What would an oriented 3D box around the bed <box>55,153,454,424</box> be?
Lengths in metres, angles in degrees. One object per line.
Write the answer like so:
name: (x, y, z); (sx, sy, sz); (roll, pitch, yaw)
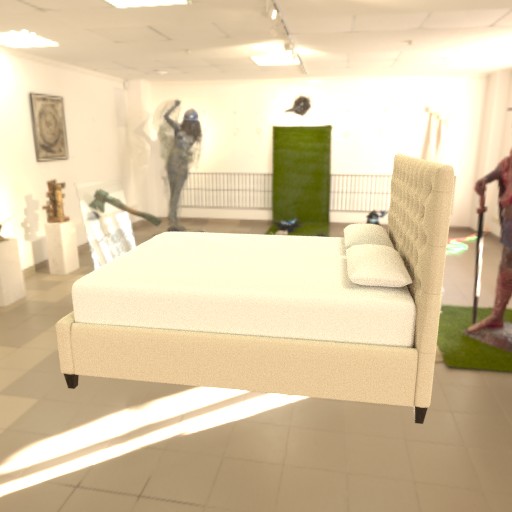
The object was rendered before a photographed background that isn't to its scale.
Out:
bed: (0.000, 0.000, 3.255); (2.233, 1.426, 1.696); (2, 15, 9)
